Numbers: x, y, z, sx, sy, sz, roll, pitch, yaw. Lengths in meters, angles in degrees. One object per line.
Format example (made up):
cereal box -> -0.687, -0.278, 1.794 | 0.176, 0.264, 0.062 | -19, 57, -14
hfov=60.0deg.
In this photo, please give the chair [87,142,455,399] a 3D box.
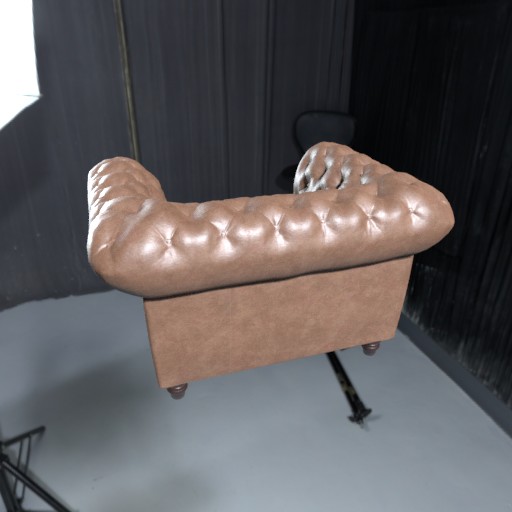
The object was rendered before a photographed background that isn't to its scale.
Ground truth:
chair -> 0.000, 0.000, 1.903 | 1.298, 0.784, 0.954 | -8, 28, -16
